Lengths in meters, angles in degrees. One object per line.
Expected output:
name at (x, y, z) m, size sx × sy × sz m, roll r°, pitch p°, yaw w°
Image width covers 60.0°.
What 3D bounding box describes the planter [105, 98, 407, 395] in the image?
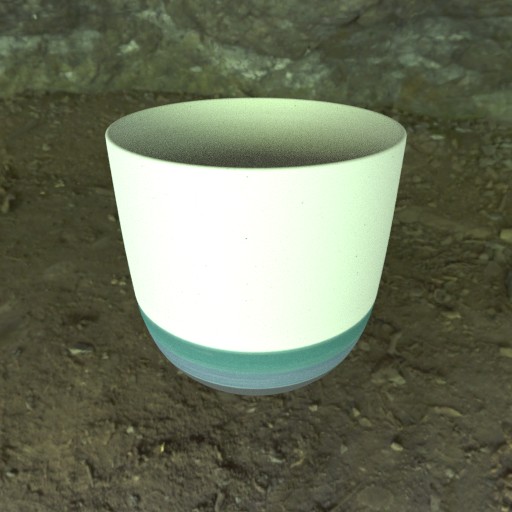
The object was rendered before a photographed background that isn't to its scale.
planter at (0.000, 0.000, 0.364) m, size 0.204 × 0.214 × 0.204 m, roll 0°, pitch 29°, yaw 0°
